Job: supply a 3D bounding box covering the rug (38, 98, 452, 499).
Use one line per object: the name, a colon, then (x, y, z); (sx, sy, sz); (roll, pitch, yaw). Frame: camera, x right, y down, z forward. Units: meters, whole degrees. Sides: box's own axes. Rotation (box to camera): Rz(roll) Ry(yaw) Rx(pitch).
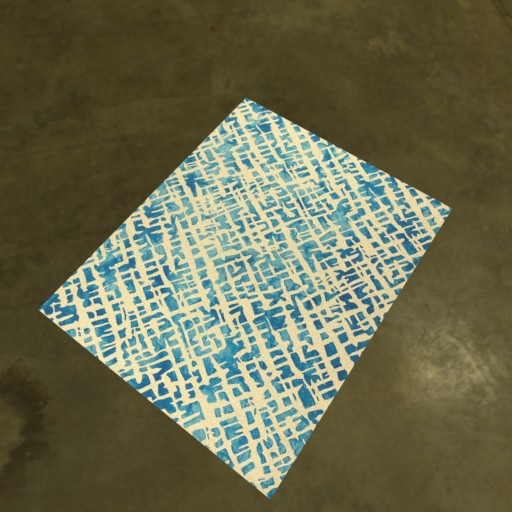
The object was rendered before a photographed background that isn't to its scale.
rug: (0.000, 0.000, 4.003); (2.435, 0.007, 3.007); (33, 69, 15)
